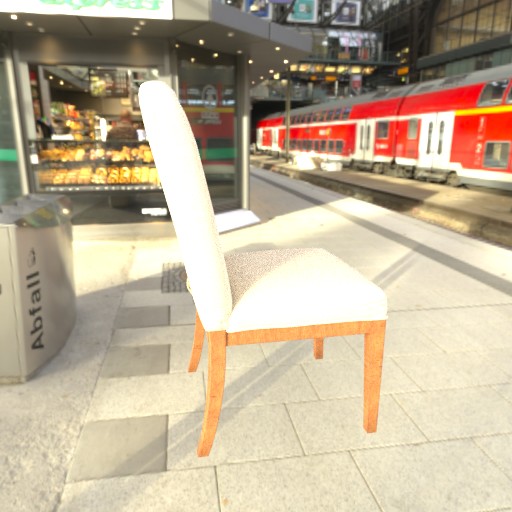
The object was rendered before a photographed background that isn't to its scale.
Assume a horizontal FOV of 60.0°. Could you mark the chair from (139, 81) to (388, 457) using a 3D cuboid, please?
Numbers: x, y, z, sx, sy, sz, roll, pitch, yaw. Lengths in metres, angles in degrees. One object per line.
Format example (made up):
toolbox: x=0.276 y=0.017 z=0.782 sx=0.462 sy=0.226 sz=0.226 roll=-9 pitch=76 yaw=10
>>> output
chair: x=0.000 y=0.000 z=1.388 sx=0.648 sy=1.012 sz=0.534 roll=-3 pitch=15 yaw=-11
